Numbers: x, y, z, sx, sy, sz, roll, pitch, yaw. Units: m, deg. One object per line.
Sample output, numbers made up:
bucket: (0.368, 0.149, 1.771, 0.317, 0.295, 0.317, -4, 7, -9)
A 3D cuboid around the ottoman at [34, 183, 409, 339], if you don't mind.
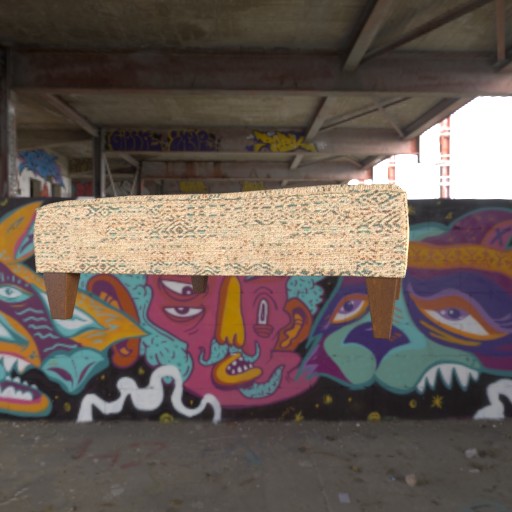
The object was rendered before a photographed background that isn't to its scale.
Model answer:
ottoman: (0.000, 0.000, 1.538, 1.004, 0.356, 0.968, 0, 0, 19)
